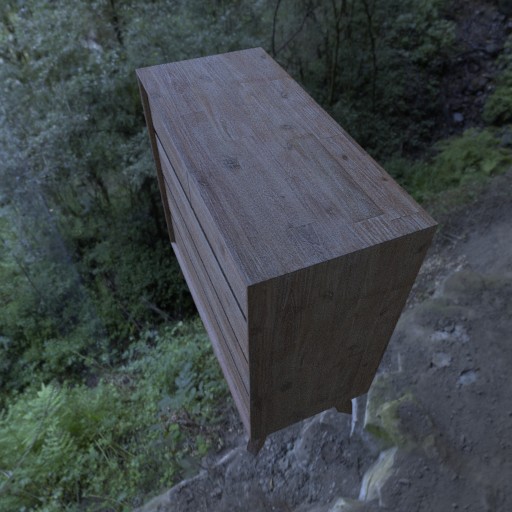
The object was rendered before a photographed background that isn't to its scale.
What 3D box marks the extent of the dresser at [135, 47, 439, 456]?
[{"bbox_3d":[0.000,0.000,1.605,0.455,1.029,0.998,-17,50,-15],"label":"dresser"}]
